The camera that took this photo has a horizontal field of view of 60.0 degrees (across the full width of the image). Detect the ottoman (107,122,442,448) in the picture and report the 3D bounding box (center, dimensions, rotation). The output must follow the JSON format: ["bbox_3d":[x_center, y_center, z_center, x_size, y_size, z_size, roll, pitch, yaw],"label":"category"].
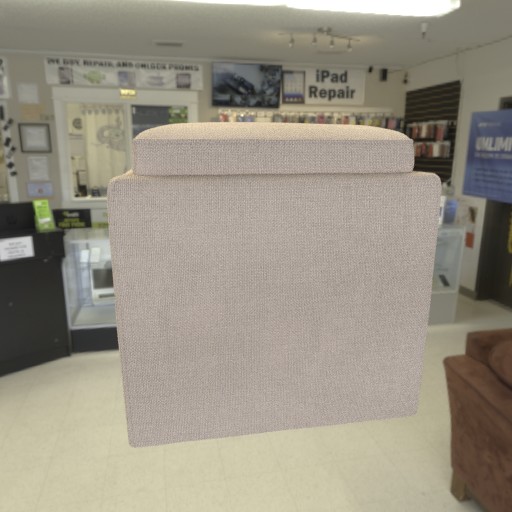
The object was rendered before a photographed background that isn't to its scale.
[{"bbox_3d":[0.000,0.000,0.804,0.450,0.460,0.451,-3,14,-10],"label":"ottoman"}]
